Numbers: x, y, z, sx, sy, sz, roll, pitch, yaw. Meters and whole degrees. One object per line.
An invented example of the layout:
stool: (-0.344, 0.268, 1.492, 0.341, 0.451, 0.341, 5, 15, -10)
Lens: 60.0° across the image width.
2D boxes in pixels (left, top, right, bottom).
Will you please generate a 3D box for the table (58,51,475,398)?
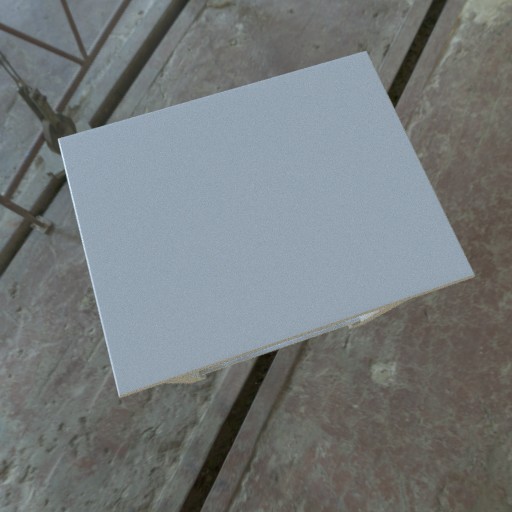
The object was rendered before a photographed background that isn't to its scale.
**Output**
table: (0.000, 0.000, 1.025, 0.564, 0.646, 0.451, -18, 75, -5)
